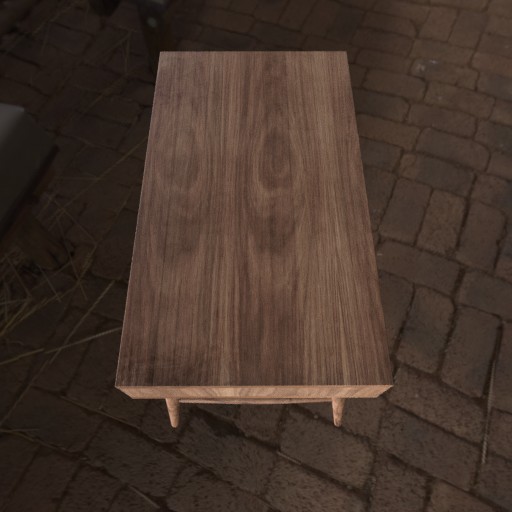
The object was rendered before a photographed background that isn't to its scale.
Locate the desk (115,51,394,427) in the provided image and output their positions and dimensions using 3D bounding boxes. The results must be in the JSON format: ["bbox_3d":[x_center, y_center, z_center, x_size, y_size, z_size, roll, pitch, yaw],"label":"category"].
[{"bbox_3d":[0.000,0.000,1.412,0.588,0.758,0.949,0,63,0],"label":"desk"}]
